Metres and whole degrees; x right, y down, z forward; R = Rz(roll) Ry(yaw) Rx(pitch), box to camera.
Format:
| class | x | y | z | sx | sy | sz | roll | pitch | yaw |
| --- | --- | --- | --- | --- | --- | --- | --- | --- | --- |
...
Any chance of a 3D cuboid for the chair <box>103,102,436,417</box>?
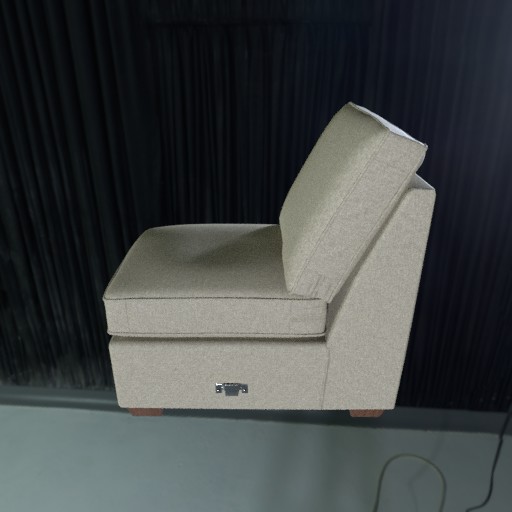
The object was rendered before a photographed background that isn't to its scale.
| class | x | y | z | sx | sy | sz | roll | pitch | yaw |
| --- | --- | --- | --- | --- | --- | --- | --- | --- | --- |
| chair | 0.000 | 0.000 | 1.689 | 1.020 | 1.058 | 0.674 | 0 | 25 | 0 |
